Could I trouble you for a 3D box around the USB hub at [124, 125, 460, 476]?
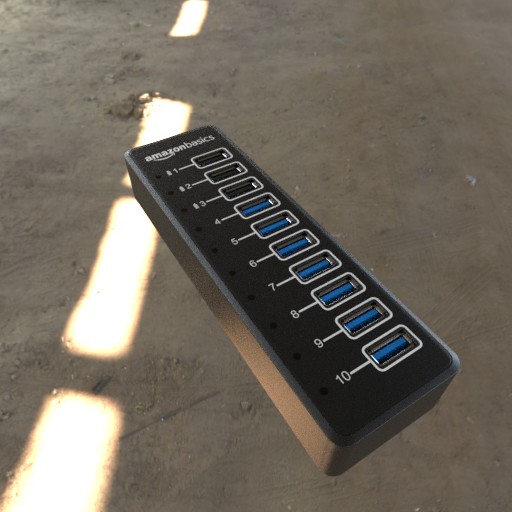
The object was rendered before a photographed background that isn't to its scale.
[{"bbox_3d":[0.000,0.000,0.161,0.044,0.023,0.145,-25,52,-21],"label":"USB hub"}]
